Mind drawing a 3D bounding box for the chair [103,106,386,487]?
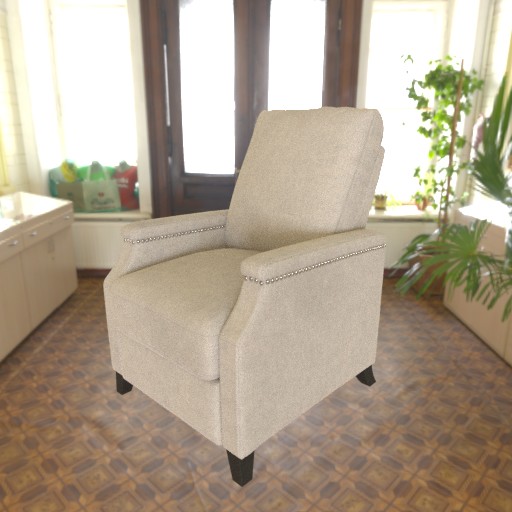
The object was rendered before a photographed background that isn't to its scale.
[{"bbox_3d":[0.000,0.000,1.618,0.710,1.049,0.922,15,22,42],"label":"chair"}]
